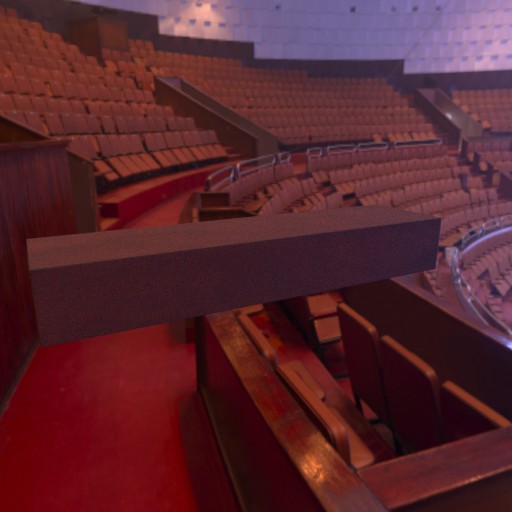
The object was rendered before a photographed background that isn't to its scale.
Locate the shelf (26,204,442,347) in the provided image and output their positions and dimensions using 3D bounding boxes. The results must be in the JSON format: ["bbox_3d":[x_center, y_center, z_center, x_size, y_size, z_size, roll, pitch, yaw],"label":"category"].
[{"bbox_3d":[0.000,0.000,0.668,0.607,0.088,0.152,-8,18,-26],"label":"shelf"}]
